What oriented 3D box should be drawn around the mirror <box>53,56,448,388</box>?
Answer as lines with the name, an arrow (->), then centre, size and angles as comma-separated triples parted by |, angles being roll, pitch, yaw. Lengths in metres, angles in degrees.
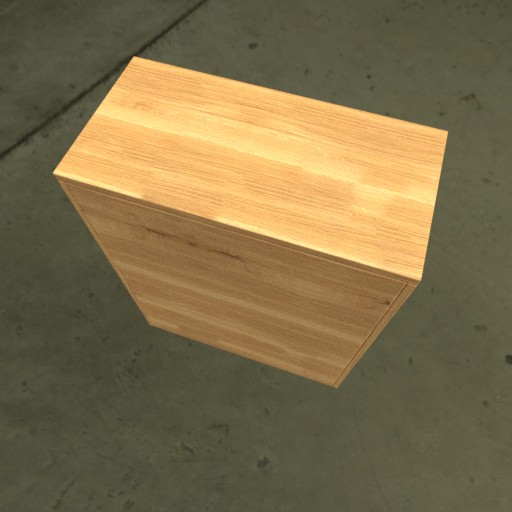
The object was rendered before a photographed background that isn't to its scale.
mirror -> 0.000, 0.000, 1.434 | 0.800, 1.000, 0.400 | 17, 63, 9
